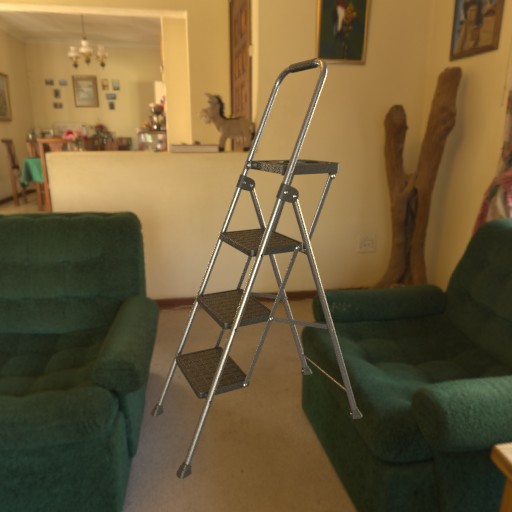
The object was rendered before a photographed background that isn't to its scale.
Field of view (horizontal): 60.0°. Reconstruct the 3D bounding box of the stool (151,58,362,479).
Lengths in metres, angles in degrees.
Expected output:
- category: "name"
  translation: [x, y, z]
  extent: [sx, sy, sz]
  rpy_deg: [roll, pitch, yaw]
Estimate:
- category: "stool"
  translation: [0.000, 0.000, 1.547]
  extent: [0.733, 1.277, 0.396]
  rpy_deg: [-7, 17, -25]
